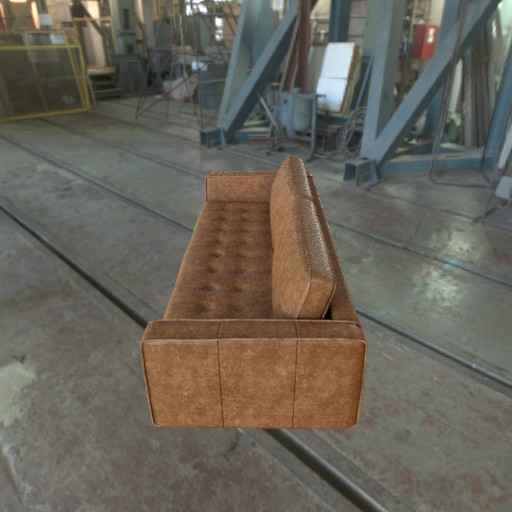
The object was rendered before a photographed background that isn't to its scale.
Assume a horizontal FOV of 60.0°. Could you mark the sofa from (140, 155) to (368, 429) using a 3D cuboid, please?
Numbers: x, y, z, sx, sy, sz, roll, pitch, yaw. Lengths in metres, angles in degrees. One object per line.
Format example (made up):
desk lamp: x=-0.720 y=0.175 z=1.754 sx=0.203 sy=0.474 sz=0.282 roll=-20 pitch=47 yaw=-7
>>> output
sofa: x=0.000 y=0.000 z=2.688 sx=0.886 sy=0.779 sz=2.199 roll=0 pitch=27 yaw=1
